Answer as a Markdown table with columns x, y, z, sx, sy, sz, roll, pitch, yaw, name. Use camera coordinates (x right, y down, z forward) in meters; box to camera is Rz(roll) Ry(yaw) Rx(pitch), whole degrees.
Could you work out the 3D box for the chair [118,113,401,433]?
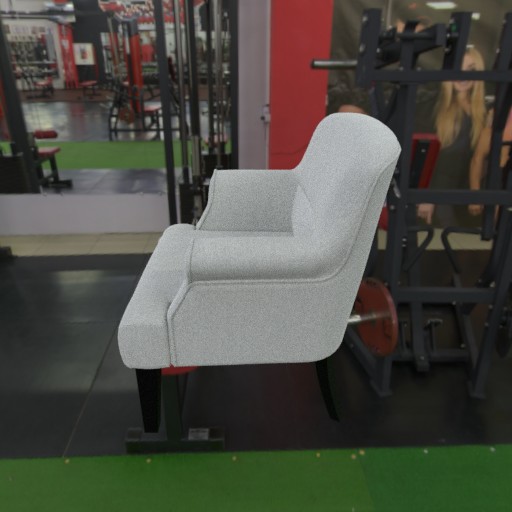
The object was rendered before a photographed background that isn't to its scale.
| x | y | z | sx | sy | sz | roll | pitch | yaw | name |
| --- | --- | --- | --- | --- | --- | --- | --- | --- | --- |
| 0.000 | 0.000 | 1.473 | 0.750 | 0.875 | 0.781 | 0 | 25 | 0 | chair |
